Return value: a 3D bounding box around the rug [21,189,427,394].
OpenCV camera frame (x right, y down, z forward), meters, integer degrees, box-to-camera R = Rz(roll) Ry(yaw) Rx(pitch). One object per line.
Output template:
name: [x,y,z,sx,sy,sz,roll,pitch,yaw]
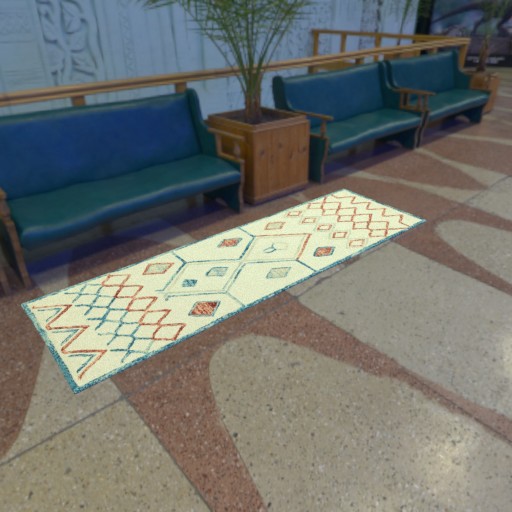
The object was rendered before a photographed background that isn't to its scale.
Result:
rug: [0.000,0.000,2.636,2.435,0.011,0.750,-23,37,-33]
